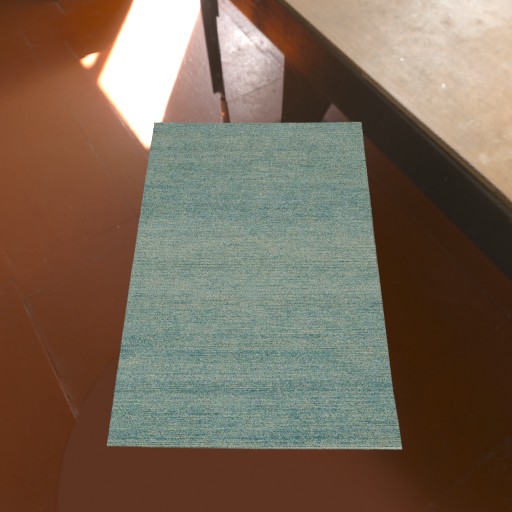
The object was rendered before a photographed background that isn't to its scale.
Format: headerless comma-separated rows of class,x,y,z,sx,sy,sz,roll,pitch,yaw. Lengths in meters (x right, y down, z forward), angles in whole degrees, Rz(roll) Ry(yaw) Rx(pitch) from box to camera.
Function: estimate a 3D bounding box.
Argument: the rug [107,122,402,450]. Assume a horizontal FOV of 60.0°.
rug,0.000,0.000,2.885,1.593,0.029,2.305,1,64,0
